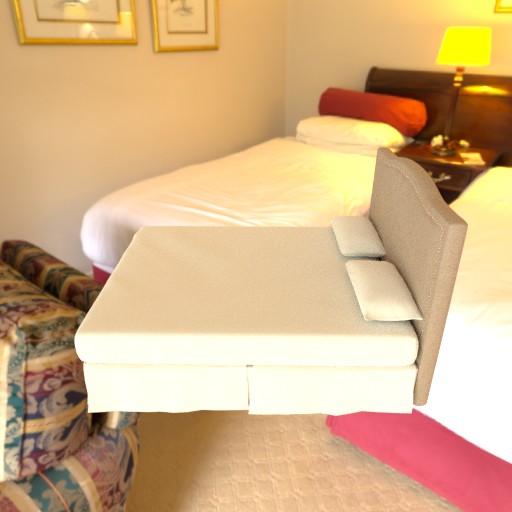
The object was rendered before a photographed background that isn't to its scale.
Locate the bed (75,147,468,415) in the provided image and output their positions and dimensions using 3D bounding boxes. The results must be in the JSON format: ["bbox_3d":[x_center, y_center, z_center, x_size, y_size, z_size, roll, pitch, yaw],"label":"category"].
[{"bbox_3d":[0.000,0.000,3.394,2.282,1.436,1.821,0,27,1],"label":"bed"}]
